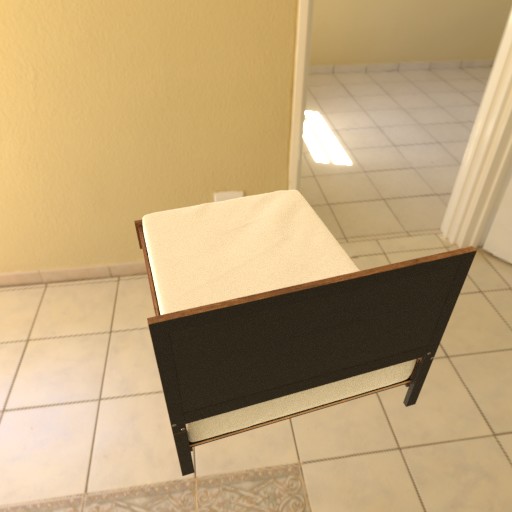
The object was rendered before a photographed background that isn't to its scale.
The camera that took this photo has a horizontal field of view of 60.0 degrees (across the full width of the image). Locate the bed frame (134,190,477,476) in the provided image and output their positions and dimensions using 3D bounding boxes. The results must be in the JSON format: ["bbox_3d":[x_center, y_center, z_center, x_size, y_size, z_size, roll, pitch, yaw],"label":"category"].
[{"bbox_3d":[0.000,0.000,3.393,1.696,1.417,2.276,-11,40,-14],"label":"bed frame"}]
